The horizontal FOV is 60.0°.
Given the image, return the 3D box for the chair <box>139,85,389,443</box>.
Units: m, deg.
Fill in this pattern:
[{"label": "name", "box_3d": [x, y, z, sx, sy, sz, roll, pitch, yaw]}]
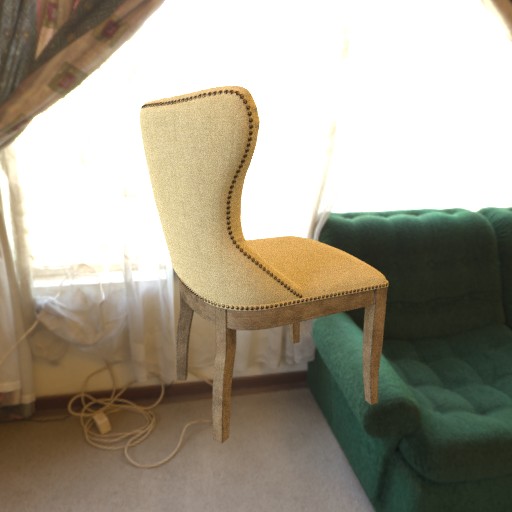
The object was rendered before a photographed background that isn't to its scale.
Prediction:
[{"label": "chair", "box_3d": [0.000, 0.000, 1.468, 0.681, 1.002, 0.654, -8, 18, -26]}]
